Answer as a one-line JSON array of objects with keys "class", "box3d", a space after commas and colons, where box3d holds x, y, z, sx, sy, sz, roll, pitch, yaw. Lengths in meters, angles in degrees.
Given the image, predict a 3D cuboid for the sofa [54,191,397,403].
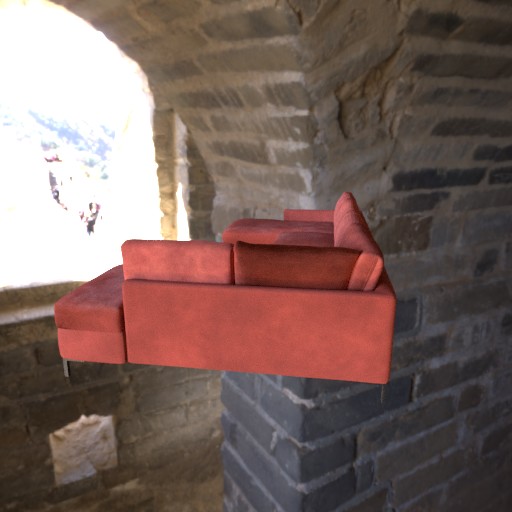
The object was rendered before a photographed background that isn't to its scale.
[{"class": "sofa", "box3d": [0.000, 0.000, 3.857, 1.981, 0.858, 2.971, 2, 15, 9]}]
